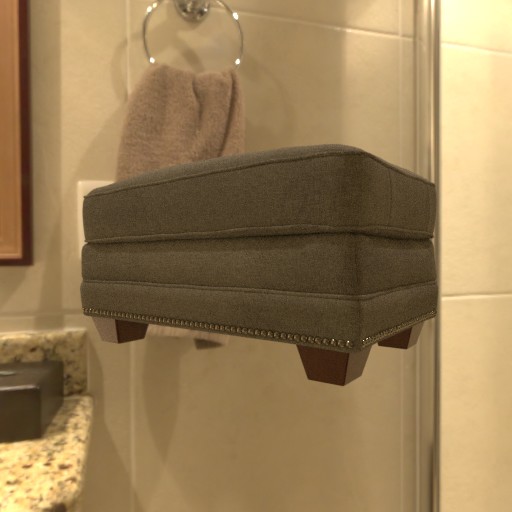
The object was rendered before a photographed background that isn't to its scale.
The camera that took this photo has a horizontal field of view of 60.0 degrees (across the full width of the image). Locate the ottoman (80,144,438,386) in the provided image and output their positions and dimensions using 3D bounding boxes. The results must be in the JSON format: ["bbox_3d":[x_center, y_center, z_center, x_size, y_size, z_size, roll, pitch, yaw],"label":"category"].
[{"bbox_3d":[0.000,0.000,1.172,0.813,0.457,0.561,0,1,36],"label":"ottoman"}]
